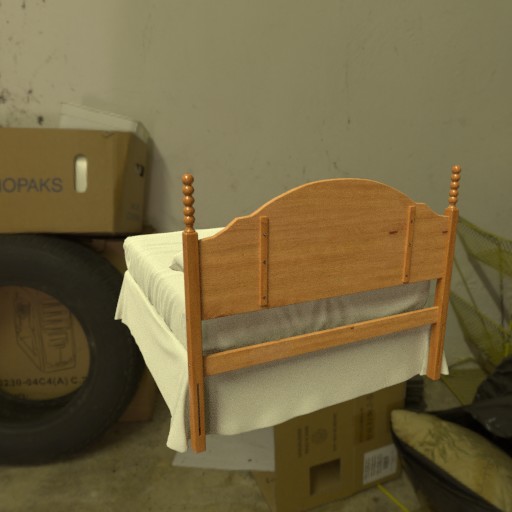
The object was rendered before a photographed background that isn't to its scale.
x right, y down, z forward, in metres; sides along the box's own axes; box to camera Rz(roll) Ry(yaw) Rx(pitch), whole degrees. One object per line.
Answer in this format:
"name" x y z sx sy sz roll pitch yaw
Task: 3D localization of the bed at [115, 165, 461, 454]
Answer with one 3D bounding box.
"bed" 0.000 0.000 3.232 1.873 1.356 2.040 -7 16 -25
